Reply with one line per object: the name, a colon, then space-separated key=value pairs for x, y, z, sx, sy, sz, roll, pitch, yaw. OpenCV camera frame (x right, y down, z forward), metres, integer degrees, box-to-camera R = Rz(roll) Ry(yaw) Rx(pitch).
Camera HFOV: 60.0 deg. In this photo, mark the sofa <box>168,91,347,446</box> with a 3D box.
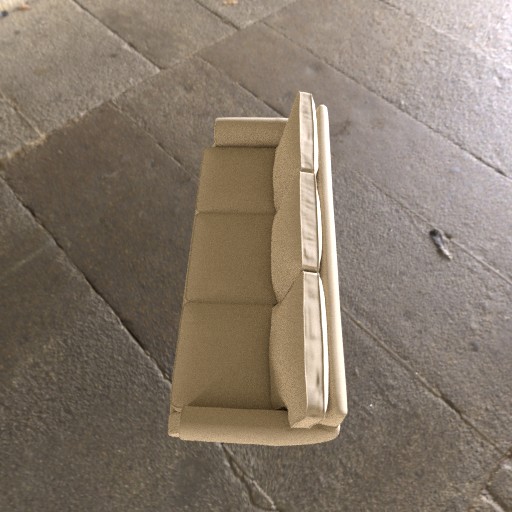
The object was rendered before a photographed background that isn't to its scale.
sofa: x=0.000 y=0.000 z=2.940 sx=0.966 sy=0.948 sz=2.354 roll=2 pitch=59 yaw=1
